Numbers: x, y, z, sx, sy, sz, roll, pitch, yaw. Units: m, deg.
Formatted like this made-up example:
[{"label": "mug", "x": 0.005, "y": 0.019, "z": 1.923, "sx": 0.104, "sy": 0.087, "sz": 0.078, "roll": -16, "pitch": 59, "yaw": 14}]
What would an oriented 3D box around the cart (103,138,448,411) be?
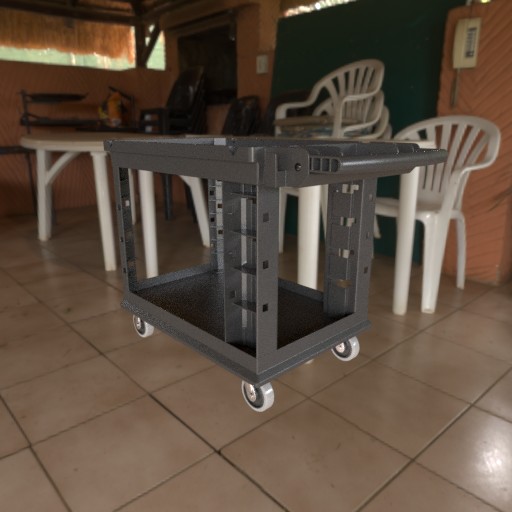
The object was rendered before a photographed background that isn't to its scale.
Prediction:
[{"label": "cart", "x": 0.000, "y": 0.000, "z": 1.769, "sx": 0.674, "sy": 0.884, "sz": 1.239, "roll": -15, "pitch": 22, "yaw": -41}]
